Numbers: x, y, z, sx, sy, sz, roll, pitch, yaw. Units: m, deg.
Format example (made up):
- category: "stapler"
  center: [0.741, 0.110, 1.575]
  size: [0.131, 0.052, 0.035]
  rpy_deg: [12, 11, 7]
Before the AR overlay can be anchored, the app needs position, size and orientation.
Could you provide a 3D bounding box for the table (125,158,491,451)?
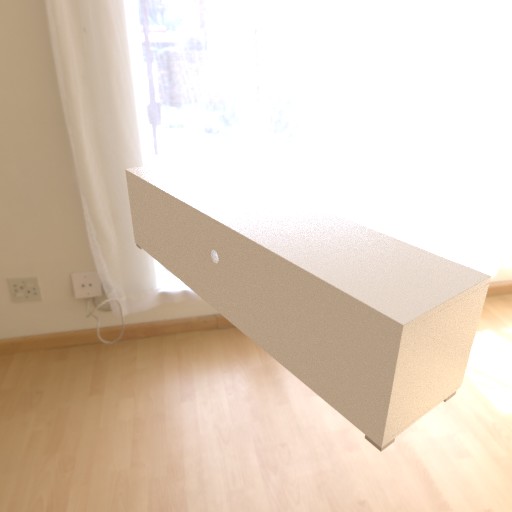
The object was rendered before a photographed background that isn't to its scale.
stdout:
- category: "table"
  center: [0.000, 0.000, 1.803]
  size: [0.390, 0.420, 1.650]
  rpy_deg: [-18, 32, -32]
